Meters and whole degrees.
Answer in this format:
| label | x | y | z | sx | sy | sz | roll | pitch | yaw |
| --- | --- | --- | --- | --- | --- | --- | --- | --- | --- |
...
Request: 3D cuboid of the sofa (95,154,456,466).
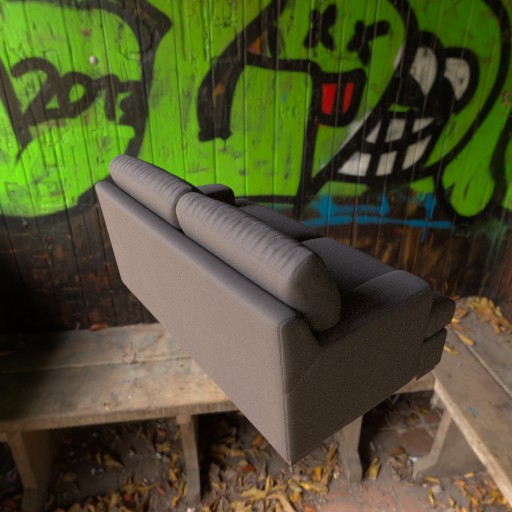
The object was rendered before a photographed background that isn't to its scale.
| label | x | y | z | sx | sy | sz | roll | pitch | yaw |
| --- | --- | --- | --- | --- | --- | --- | --- | --- | --- |
| sofa | 0.000 | 0.000 | 2.496 | 1.143 | 0.940 | 1.880 | -19 | 33 | -32 |
